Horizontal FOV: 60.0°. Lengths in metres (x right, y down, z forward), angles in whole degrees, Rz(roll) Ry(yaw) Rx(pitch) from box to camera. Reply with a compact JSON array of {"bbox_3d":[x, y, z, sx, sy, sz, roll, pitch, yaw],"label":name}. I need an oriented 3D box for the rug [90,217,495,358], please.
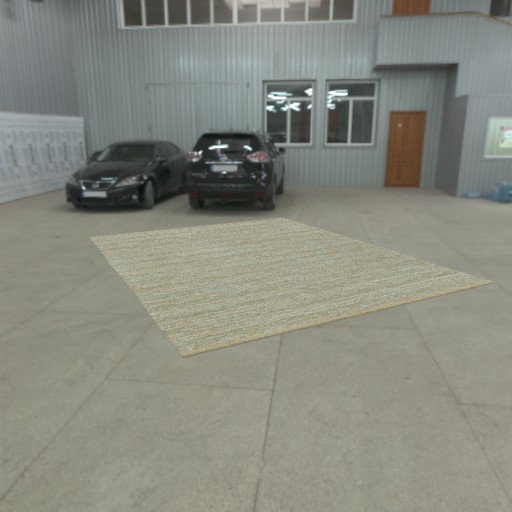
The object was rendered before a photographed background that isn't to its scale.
[{"bbox_3d":[0.000,0.000,4.064,2.471,0.012,3.034,-8,17,-27],"label":"rug"}]
